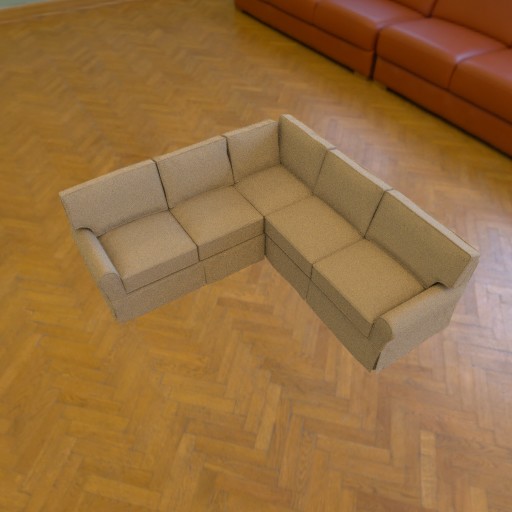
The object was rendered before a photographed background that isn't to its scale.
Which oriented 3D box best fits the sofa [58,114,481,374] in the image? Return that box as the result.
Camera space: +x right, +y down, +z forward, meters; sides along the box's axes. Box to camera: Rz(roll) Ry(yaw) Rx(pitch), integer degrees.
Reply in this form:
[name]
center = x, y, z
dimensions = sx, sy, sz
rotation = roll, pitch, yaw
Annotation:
[sofa]
center = 0.000, 0.000, 4.142
dimensions = 2.730, 1.124, 2.733
rotation = -25, 51, -22
